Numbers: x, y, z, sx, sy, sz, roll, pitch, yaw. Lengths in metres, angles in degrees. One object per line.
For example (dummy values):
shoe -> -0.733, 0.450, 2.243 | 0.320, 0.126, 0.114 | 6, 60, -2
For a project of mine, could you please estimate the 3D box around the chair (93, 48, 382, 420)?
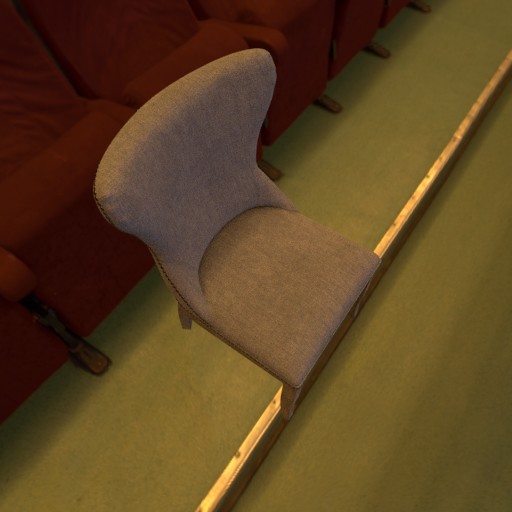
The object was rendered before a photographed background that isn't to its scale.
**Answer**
chair -> 0.000, 0.000, 1.443 | 0.681, 1.002, 0.654 | 31, 63, 18
